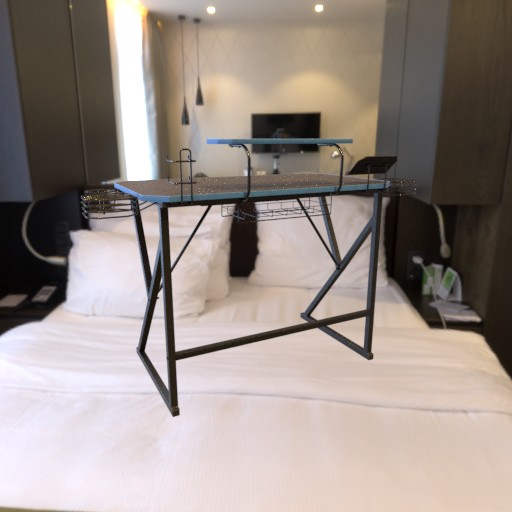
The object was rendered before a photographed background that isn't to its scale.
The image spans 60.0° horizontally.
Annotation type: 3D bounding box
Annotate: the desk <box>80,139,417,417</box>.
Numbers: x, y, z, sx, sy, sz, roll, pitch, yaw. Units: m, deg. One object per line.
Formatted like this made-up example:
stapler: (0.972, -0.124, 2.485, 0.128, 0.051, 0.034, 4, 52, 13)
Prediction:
desk: (0.000, 0.000, 1.779, 1.295, 0.909, 0.594, -8, 17, -27)
